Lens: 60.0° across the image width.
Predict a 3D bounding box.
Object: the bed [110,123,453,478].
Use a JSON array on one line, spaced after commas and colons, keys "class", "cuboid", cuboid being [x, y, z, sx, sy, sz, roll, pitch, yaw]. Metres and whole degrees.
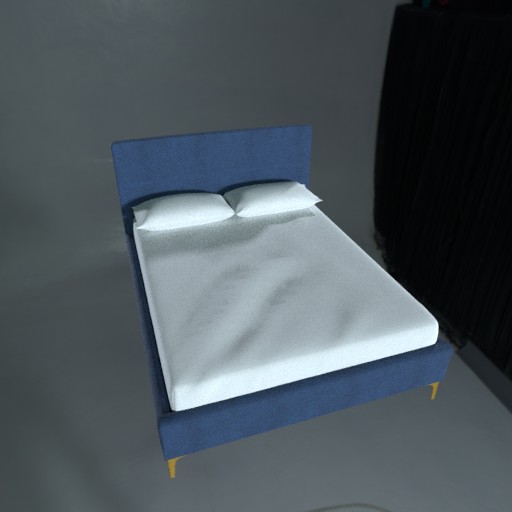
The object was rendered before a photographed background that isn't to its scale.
[{"class": "bed", "cuboid": [0.000, 0.000, 3.140, 1.723, 1.231, 2.172, -10, 33, -16]}]
